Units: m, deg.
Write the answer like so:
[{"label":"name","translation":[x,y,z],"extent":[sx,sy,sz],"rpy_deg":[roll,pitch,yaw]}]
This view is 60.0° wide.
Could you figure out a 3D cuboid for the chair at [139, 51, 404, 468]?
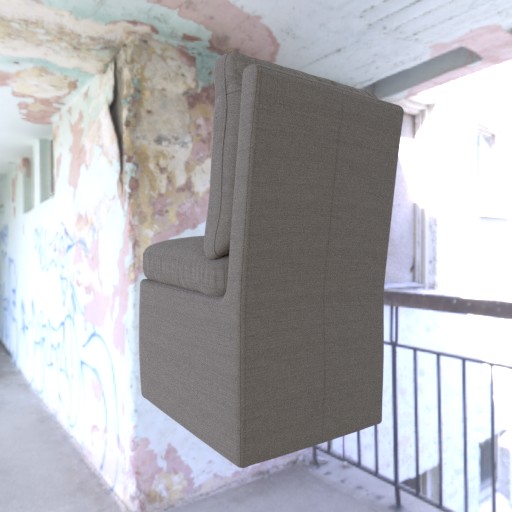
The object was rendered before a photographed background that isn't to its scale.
[{"label":"chair","translation":[0.000,0.000,1.312],"extent":[0.503,0.927,0.698],"rpy_deg":[0,0,-34]}]
